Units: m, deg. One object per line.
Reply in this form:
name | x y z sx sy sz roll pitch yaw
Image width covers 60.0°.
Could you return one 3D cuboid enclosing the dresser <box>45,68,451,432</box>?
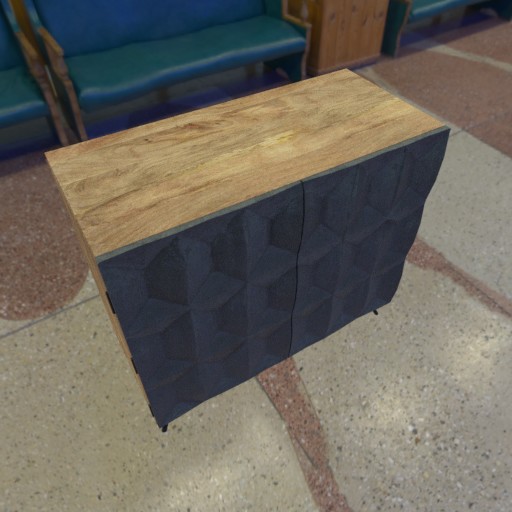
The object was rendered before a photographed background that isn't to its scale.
dresser | 0.000 0.000 1.439 0.967 0.847 0.446 -23 50 -21
